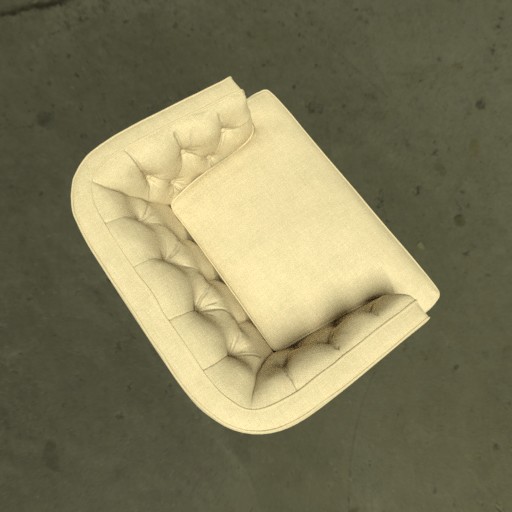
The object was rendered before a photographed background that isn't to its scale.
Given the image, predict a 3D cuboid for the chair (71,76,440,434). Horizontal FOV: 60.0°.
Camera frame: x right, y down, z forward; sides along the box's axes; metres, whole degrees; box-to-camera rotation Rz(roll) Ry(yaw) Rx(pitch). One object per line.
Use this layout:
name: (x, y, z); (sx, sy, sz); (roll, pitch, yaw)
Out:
chair: (0.000, 0.000, 1.715); (0.914, 0.787, 1.118); (-35, 78, -9)
